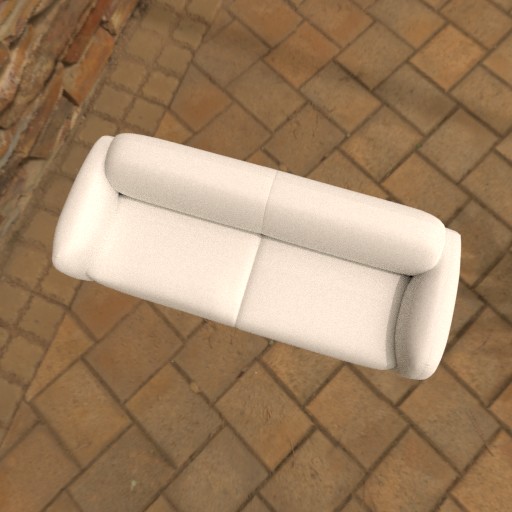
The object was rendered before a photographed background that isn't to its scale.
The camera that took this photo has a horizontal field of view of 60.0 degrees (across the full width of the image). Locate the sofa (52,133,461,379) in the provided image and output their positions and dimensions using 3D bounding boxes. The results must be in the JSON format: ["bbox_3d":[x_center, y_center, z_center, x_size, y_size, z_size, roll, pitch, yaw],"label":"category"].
[{"bbox_3d":[0.000,0.000,2.663,2.257,0.780,0.880,16,76,4],"label":"sofa"}]
